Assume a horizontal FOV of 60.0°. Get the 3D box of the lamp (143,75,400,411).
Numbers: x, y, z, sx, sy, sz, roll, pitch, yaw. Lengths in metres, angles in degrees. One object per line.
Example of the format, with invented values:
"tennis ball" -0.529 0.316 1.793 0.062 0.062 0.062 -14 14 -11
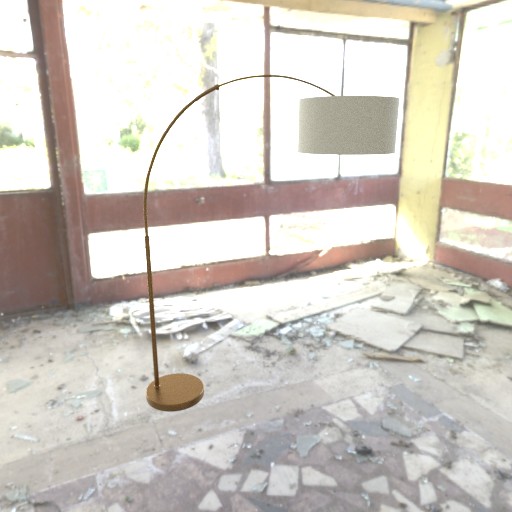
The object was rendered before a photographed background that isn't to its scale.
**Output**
"lamp" 0.000 0.000 2.533 1.434 1.927 0.493 3 16 10
